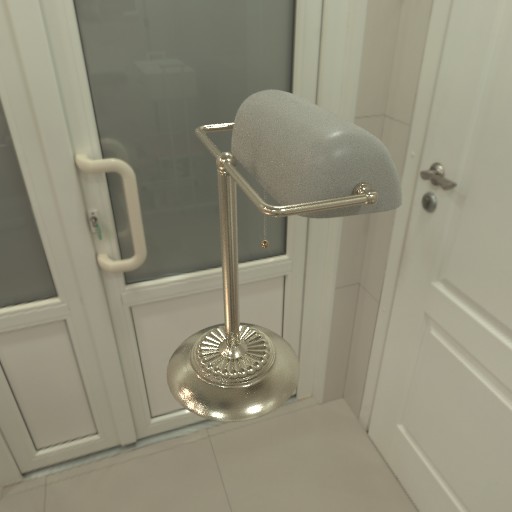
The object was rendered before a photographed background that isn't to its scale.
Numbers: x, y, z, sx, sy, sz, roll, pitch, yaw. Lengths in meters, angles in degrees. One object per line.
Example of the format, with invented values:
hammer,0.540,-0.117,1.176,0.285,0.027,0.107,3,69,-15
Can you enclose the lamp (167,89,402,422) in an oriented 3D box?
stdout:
lamp,0.000,0.000,0.521,0.243,0.339,0.264,-10,33,-17
